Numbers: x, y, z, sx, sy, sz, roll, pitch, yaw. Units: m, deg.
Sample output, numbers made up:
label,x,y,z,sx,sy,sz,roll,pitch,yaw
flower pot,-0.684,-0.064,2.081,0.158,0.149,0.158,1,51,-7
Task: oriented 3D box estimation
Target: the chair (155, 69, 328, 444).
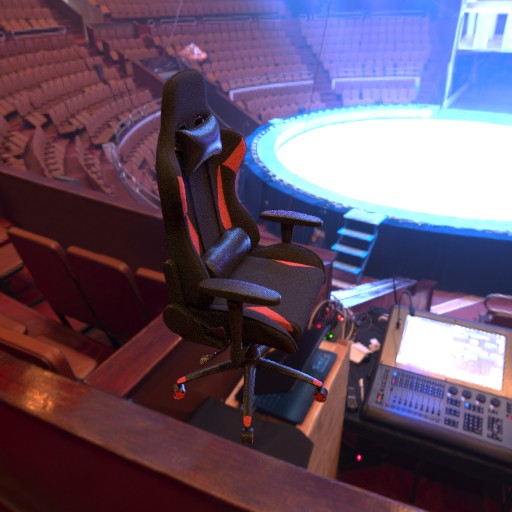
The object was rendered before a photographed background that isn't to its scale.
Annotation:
label,x,y,z,sx,sy,sz,roll,pitch,yaw
chair,0.000,0.000,1.725,0.658,1.326,0.695,10,30,17
